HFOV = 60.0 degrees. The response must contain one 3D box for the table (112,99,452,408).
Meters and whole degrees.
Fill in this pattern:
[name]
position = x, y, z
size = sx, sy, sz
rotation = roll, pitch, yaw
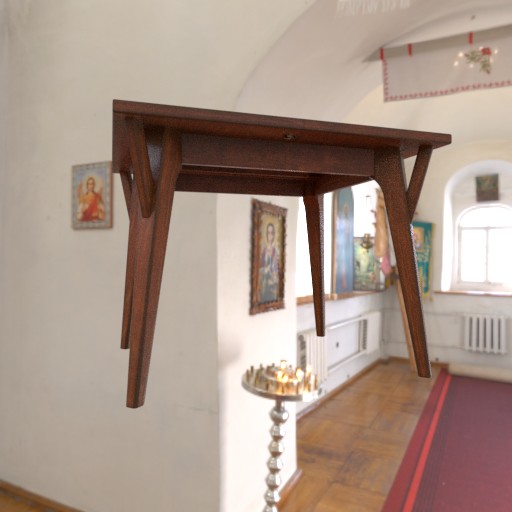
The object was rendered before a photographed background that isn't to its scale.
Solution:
[table]
position = 0.000, 0.000, 1.606
size = 0.991, 0.761, 0.838
rotation = 0, 0, -18
